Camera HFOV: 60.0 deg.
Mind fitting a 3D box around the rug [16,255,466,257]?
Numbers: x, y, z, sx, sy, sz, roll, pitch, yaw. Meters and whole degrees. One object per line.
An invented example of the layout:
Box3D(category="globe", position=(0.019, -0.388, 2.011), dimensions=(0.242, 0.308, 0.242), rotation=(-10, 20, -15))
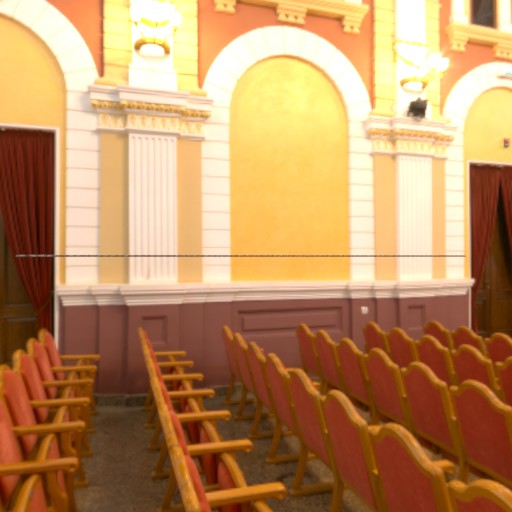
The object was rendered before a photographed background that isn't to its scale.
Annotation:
Box3D(category="rug", position=(0.000, 0.000, 2.481), dimensions=(2.286, 0.008, 0.686), rotation=(0, 0, -17))
